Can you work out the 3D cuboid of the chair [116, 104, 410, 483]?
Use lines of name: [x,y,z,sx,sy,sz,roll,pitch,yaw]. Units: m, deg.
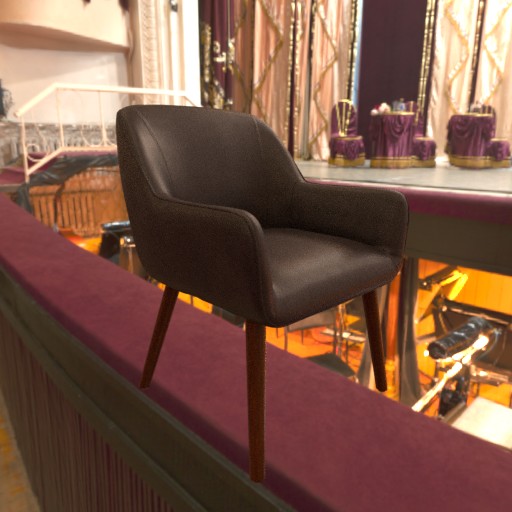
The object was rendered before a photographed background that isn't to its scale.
chair: [0.000,0.000,1.244,0.610,0.828,0.610,-14,20,-43]
